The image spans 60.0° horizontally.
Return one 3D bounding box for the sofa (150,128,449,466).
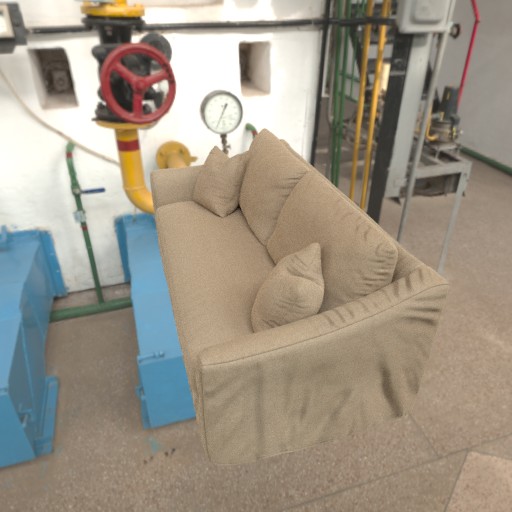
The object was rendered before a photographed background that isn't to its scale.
[{"bbox_3d":[0.000,0.000,2.643,1.072,1.018,2.010,-9,33,-14],"label":"sofa"}]
